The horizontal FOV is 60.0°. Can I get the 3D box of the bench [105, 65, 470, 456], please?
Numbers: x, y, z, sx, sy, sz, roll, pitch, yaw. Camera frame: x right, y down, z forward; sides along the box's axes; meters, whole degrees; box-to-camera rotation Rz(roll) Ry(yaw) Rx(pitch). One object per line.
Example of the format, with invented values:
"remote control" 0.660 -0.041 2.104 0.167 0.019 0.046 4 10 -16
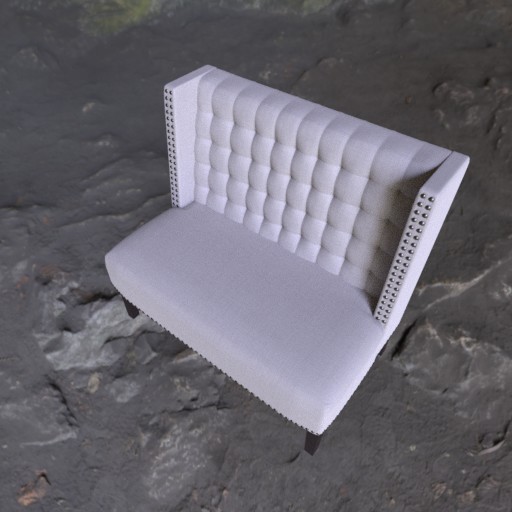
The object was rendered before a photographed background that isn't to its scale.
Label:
"bench" 0.000 0.000 1.987 1.280 1.123 0.847 30 53 26
